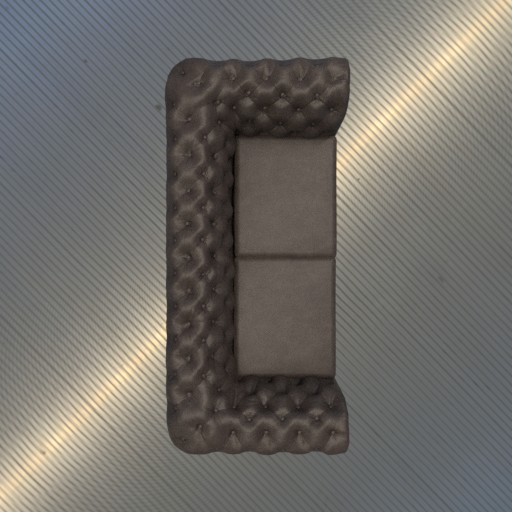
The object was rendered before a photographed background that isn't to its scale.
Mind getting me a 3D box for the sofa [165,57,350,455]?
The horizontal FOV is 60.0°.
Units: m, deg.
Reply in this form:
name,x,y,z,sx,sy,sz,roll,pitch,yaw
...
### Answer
name,x,y,z,sx,sy,sz,roll,pitch,yaw
sofa,0.000,0.000,2.550,0.944,0.779,2.048,0,91,0
